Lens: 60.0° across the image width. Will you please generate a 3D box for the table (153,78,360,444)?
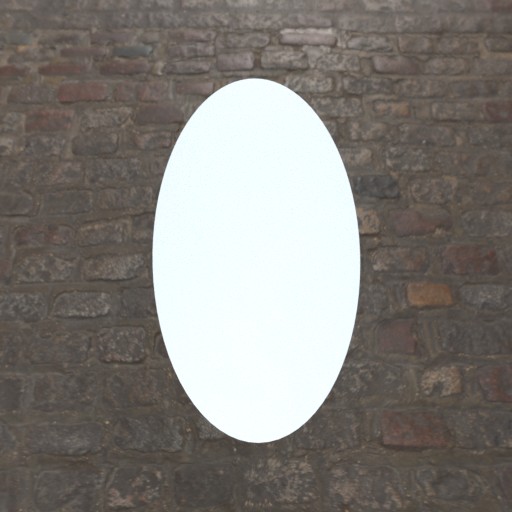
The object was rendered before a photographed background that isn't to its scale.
[{"bbox_3d":[0.000,0.000,1.354,0.542,0.390,1.083,-1,63,0],"label":"table"}]
